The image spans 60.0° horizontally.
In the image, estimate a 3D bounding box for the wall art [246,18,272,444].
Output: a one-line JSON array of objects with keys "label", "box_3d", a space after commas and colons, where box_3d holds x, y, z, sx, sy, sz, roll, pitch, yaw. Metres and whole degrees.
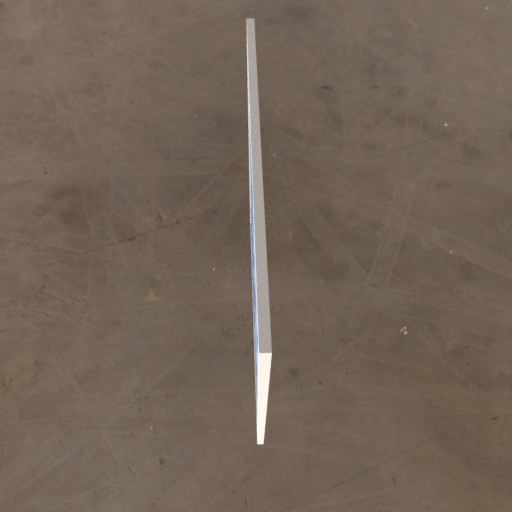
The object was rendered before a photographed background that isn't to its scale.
[{"label": "wall art", "box_3d": [0.000, 0.000, 0.957, 0.015, 0.660, 0.660, -2, 59, -1]}]
